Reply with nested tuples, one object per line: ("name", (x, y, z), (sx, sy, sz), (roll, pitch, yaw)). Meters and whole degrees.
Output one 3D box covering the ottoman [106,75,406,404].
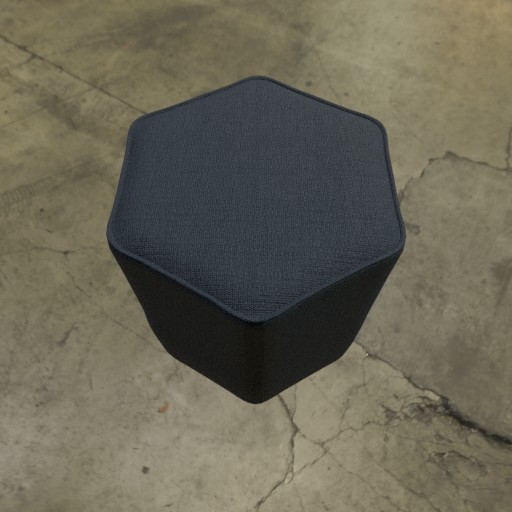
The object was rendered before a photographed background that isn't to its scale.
("ottoman", (0.000, 0.000, 0.896), (0.492, 0.505, 0.454), (31, 64, 17))
